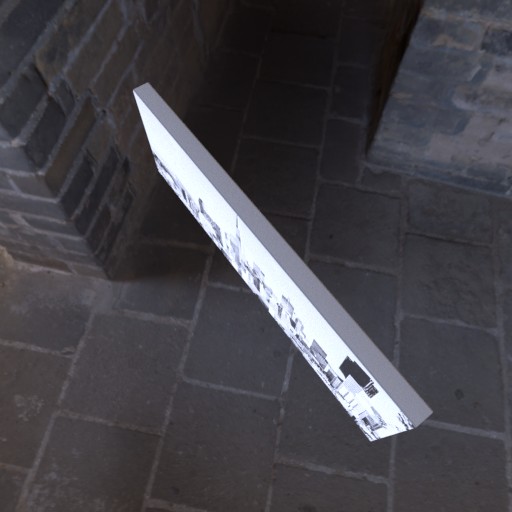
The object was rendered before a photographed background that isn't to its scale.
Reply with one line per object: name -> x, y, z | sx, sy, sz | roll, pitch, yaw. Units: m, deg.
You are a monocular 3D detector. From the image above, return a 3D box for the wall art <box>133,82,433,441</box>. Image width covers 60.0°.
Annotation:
wall art -> 0.000, 0.000, 0.847 | 0.036, 0.256, 0.766 | -33, 68, -15
